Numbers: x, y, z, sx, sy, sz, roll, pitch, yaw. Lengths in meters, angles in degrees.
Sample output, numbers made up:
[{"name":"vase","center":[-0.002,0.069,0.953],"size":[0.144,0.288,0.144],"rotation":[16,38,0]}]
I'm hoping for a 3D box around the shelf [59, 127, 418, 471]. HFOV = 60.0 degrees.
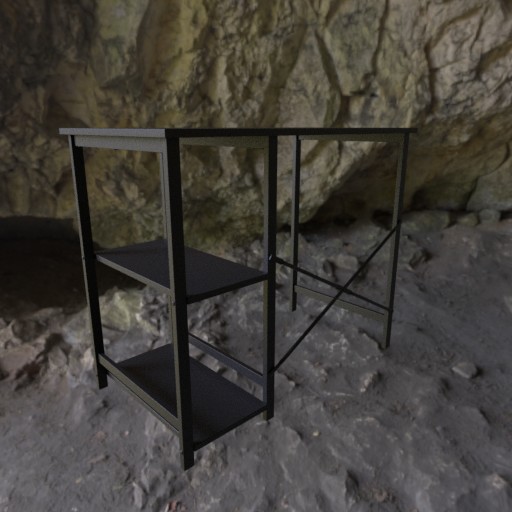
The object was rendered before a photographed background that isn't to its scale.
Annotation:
[{"name":"shelf","center":[0.000,0.000,1.349],"size":[0.902,0.749,0.498],"rotation":[-15,22,-41]}]
